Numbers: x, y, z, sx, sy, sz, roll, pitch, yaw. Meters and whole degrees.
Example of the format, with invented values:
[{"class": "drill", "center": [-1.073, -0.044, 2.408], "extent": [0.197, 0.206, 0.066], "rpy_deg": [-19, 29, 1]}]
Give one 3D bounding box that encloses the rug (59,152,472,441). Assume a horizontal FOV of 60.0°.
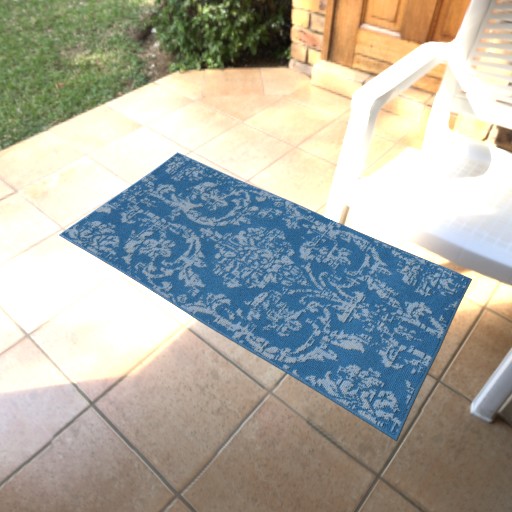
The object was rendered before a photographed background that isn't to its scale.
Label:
[{"class": "rug", "center": [0.000, 0.000, 1.444], "extent": [1.219, 0.007, 0.604], "rpy_deg": [27, 52, 23]}]
